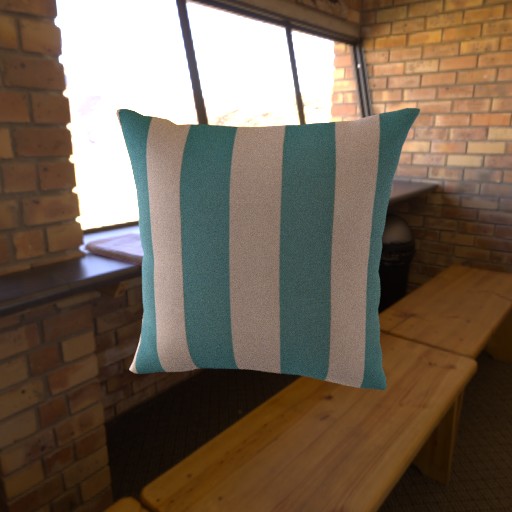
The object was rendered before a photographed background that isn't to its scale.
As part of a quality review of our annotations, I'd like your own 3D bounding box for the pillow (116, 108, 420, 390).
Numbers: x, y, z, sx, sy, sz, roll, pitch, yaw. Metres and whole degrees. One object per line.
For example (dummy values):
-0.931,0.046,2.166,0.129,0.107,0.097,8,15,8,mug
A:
0.000,0.000,0.829,0.536,0.526,0.189,2,16,8,pillow
